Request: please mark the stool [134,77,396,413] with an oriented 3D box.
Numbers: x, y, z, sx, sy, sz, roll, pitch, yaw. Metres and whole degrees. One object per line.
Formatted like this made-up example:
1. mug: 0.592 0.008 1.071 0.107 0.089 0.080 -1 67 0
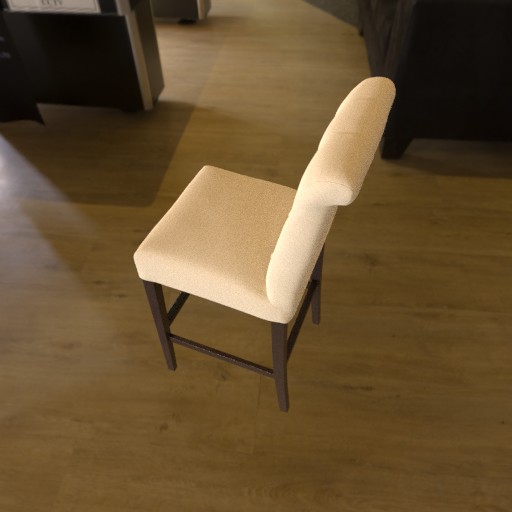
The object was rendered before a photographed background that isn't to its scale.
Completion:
1. stool: 0.000 0.000 1.455 0.610 1.118 0.482 16 49 15
